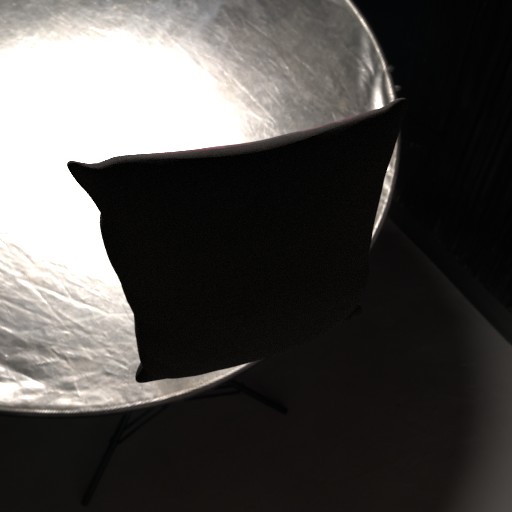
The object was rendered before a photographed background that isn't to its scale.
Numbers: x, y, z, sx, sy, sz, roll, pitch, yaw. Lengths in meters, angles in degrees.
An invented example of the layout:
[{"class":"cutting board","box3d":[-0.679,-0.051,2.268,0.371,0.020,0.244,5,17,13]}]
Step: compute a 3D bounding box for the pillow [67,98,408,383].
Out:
[{"class":"pillow","box3d":[0.000,0.000,0.768,0.503,0.496,0.208,-14,44,-15]}]
